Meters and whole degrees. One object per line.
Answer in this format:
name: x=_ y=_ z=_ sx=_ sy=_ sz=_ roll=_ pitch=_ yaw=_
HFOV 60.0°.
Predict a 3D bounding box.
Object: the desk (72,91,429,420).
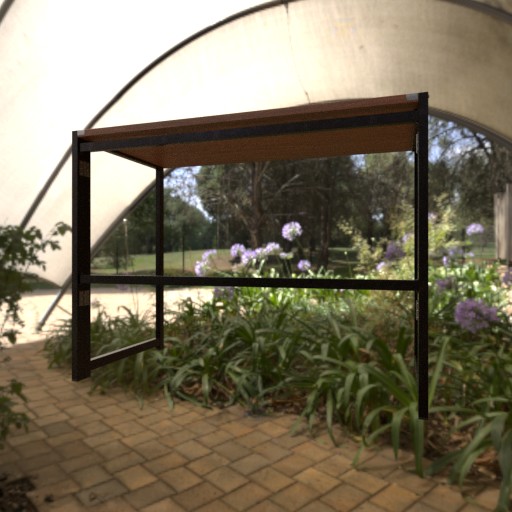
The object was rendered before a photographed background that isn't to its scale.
desk: x=0.000 y=0.000 z=1.427 sx=1.016 sy=0.762 sz=0.508 roll=0 pitch=0 yaw=19
